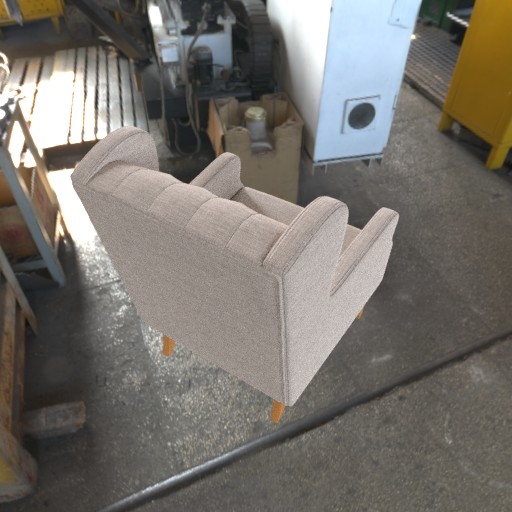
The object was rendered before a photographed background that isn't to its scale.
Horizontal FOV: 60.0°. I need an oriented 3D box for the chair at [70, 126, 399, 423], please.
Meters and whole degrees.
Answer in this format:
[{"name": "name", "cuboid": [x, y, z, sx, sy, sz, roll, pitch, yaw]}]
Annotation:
[{"name": "chair", "cuboid": [0.000, 0.000, 1.492, 0.710, 0.930, 0.760, 24, 49, 23]}]
